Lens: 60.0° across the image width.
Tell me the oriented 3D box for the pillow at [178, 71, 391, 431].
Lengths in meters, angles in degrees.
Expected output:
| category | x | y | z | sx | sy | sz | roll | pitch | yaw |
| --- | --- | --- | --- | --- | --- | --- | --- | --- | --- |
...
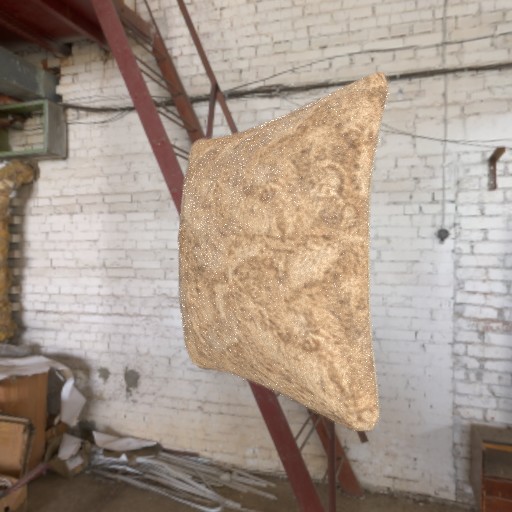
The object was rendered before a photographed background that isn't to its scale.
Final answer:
| category | x | y | z | sx | sy | sz | roll | pitch | yaw |
| --- | --- | --- | --- | --- | --- | --- | --- | --- | --- |
| pillow | 0.000 | 0.000 | 0.804 | 0.216 | 0.525 | 0.538 | -1 | 1 | -36 |
